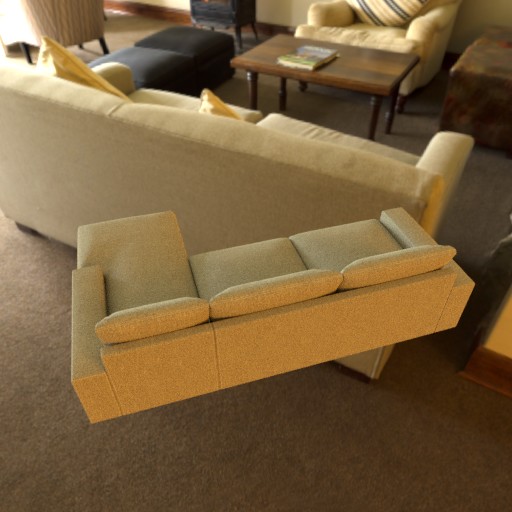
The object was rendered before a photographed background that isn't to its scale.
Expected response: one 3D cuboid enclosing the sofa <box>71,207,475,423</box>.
[{"bbox_3d":[0.000,0.000,3.485,2.718,0.813,1.689,-11,42,-13],"label":"sofa"}]
